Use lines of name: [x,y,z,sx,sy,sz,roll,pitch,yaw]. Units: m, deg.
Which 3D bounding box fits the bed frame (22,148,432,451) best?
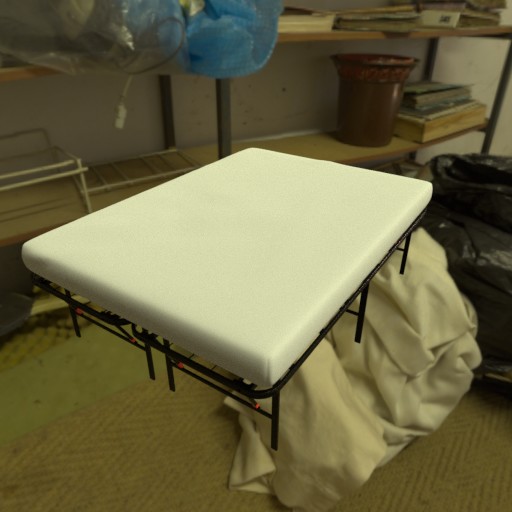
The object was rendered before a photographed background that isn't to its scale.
bed frame: [0.000,0.000,2.497,1.372,0.637,1.905,19,35,29]
